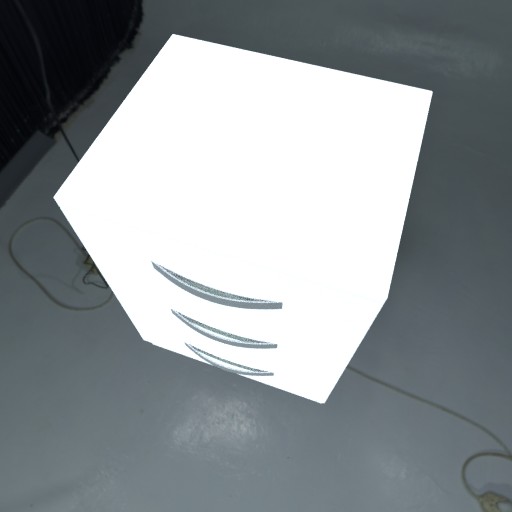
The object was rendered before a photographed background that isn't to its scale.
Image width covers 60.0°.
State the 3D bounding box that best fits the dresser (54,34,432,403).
[{"bbox_3d":[0.000,0.000,0.811,0.400,0.560,0.360,17,61,10],"label":"dresser"}]
